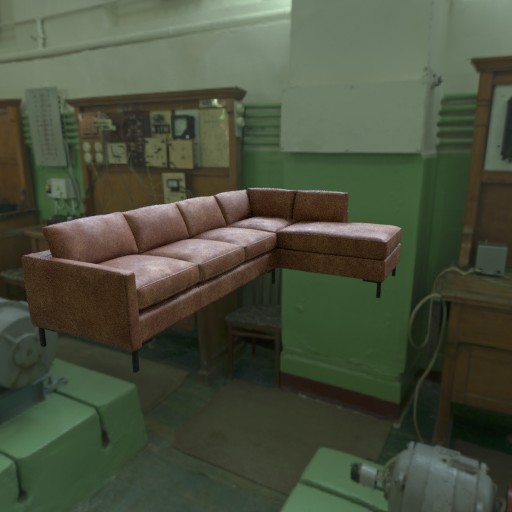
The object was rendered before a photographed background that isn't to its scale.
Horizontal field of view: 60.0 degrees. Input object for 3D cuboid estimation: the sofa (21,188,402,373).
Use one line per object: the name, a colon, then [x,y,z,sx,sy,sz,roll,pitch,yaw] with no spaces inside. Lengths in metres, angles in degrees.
sofa: [0.000,0.000,3.785,1.938,0.877,2.984,7,16,26]
